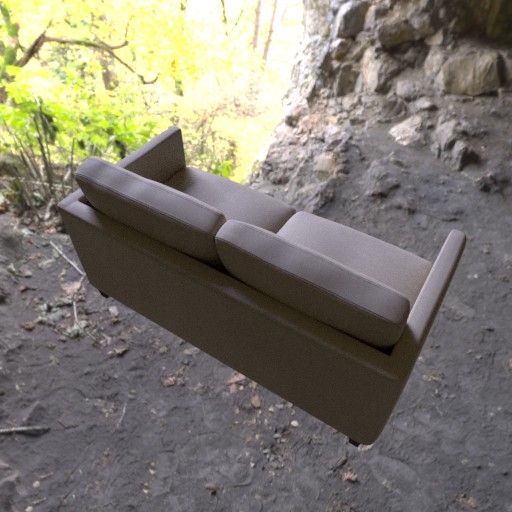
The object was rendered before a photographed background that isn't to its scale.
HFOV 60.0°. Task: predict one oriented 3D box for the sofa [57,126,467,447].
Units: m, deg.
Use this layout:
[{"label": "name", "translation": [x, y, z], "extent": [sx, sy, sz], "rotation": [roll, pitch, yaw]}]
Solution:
[{"label": "sofa", "translation": [0.000, 0.000, 2.358], "extent": [1.846, 0.940, 0.950], "rotation": [25, 51, 22]}]
